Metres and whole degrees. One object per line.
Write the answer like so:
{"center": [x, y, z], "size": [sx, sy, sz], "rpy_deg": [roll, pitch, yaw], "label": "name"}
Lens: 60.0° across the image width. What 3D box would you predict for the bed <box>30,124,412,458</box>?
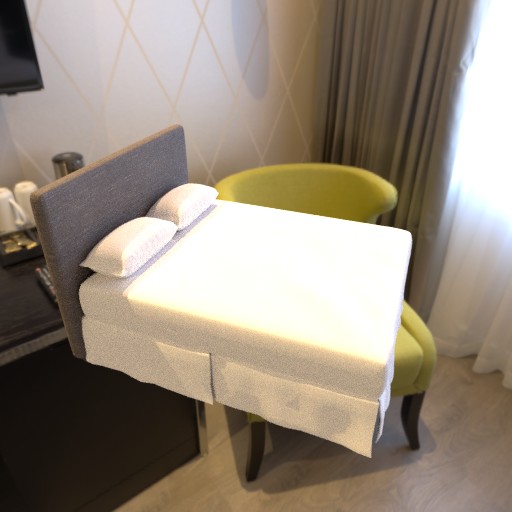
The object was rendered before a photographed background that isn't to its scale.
{"center": [0.000, 0.000, 3.175], "size": [2.142, 1.330, 1.723], "rpy_deg": [11, 33, 18], "label": "bed"}
